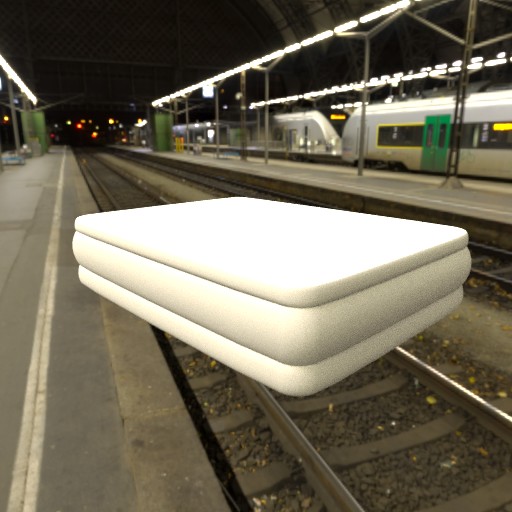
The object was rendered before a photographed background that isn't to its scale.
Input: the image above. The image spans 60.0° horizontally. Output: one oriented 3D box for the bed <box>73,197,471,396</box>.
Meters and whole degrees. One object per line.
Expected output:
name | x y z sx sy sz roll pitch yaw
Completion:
bed | 0.000 0.000 2.663 1.520 0.460 2.036 -14 20 -42
